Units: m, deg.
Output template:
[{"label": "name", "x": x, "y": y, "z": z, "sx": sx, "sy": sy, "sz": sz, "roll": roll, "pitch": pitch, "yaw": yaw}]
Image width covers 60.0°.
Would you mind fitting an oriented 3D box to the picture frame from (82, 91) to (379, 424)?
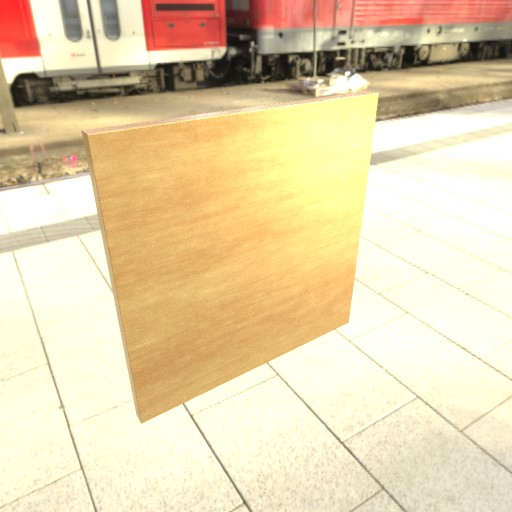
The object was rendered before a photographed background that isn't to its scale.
[{"label": "picture frame", "x": 0.000, "y": 0.000, "z": 1.181, "sx": 0.758, "sy": 0.761, "sz": 0.037, "roll": -19, "pitch": 35, "yaw": -29}]
